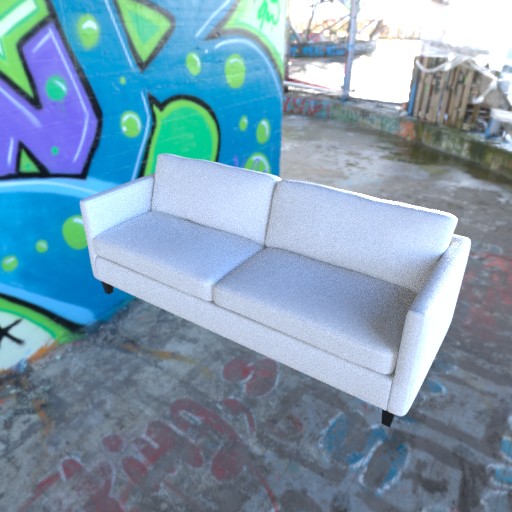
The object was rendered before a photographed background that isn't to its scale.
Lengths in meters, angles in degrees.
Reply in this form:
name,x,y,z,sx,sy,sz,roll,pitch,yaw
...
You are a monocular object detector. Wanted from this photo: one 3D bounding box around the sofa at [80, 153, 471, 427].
name,x,y,z,sx,sy,sz,roll,pitch,yaw
sofa,0.000,0.000,2.967,2.434,0.965,0.948,18,34,29
